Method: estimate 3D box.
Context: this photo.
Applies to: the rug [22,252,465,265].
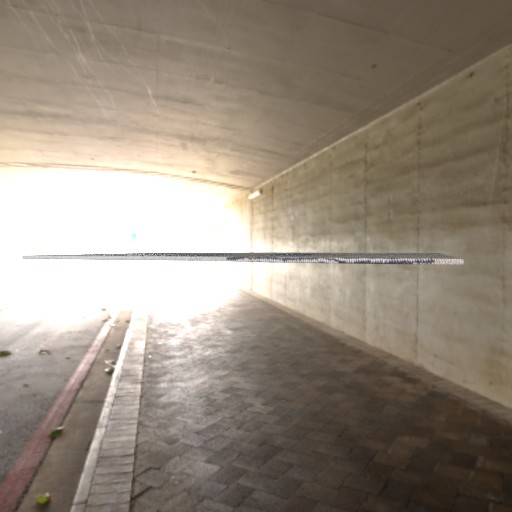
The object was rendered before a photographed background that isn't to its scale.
[{"bbox_3d":[0.000,0.000,2.301,1.847,0.020,1.238,0,1,19],"label":"rug"}]
